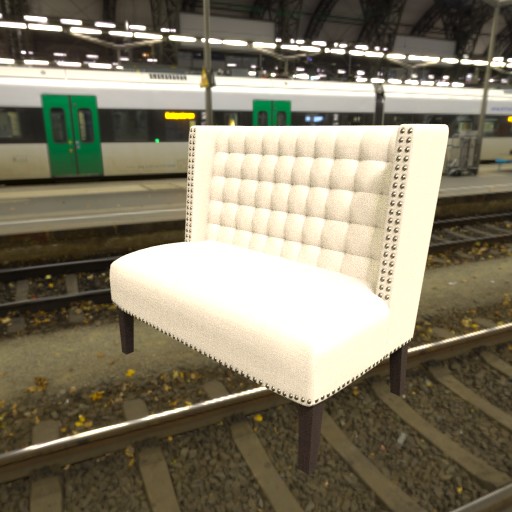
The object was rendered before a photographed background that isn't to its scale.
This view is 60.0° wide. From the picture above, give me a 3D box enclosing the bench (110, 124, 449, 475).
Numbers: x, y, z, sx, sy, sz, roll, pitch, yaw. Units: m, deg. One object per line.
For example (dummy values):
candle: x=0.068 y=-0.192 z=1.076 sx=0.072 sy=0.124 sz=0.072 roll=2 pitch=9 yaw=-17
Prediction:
bench: x=0.000 y=0.000 z=1.982 sx=1.280 sy=1.123 sz=0.847 roll=15 pitch=22 yaw=42
